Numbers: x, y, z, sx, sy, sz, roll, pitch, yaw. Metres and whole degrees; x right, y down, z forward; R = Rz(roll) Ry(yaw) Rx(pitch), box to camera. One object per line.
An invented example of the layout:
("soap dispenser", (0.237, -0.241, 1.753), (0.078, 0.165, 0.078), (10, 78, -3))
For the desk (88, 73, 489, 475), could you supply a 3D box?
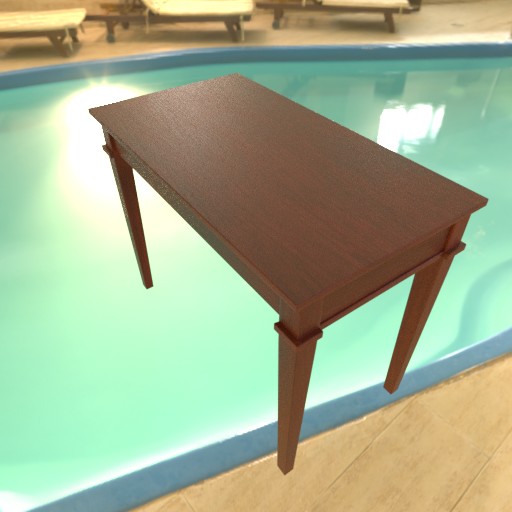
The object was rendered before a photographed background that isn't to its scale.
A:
("desk", (0.000, 0.000, 1.413), (0.549, 0.762, 1.001), (-25, 47, -26))
